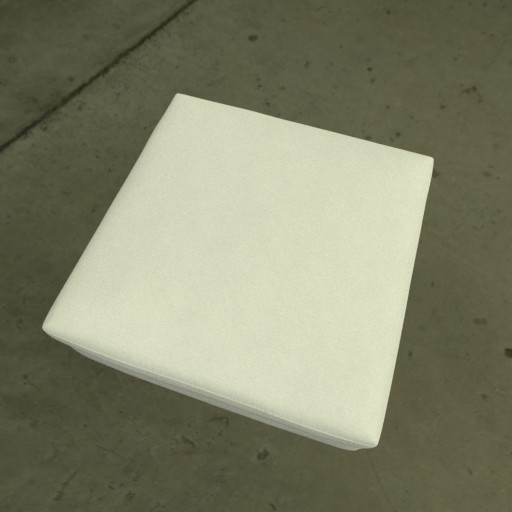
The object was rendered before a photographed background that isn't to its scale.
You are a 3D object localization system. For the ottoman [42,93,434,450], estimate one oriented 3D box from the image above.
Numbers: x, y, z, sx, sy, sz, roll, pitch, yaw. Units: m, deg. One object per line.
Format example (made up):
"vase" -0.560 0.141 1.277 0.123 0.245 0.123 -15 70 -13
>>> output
"ottoman" 0.000 0.000 1.764 1.167 0.482 1.163 17 64 8
